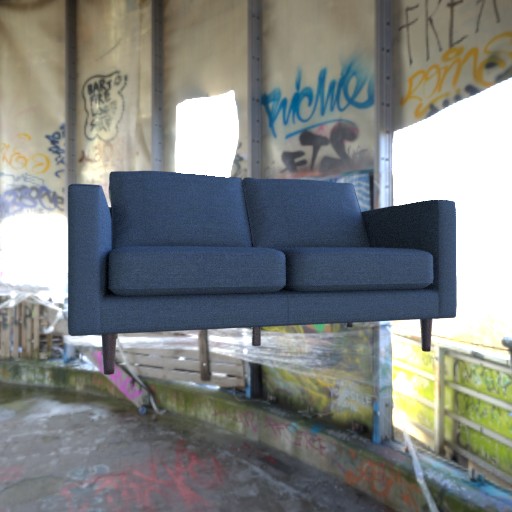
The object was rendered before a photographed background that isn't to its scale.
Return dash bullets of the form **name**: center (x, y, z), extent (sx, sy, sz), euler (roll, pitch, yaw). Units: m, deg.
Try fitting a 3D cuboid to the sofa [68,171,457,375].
- **sofa**: center (0.000, 0.000, 2.235), extent (1.659, 0.907, 0.999), euler (0, 0, -16)
